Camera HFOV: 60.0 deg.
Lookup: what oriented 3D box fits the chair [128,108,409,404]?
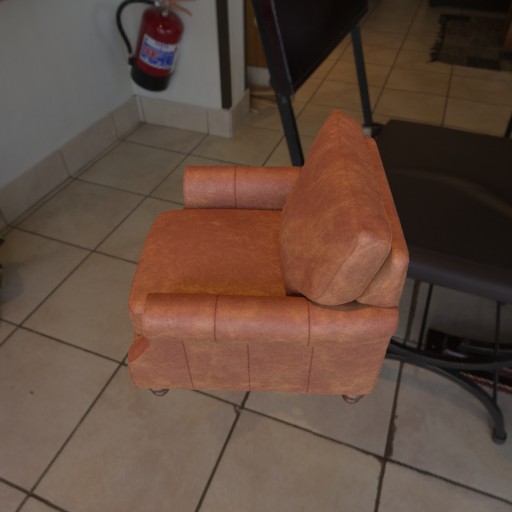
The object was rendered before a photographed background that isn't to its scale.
[{"bbox_3d":[0.000,0.000,1.822,0.986,0.962,0.983,2,42,2],"label":"chair"}]
